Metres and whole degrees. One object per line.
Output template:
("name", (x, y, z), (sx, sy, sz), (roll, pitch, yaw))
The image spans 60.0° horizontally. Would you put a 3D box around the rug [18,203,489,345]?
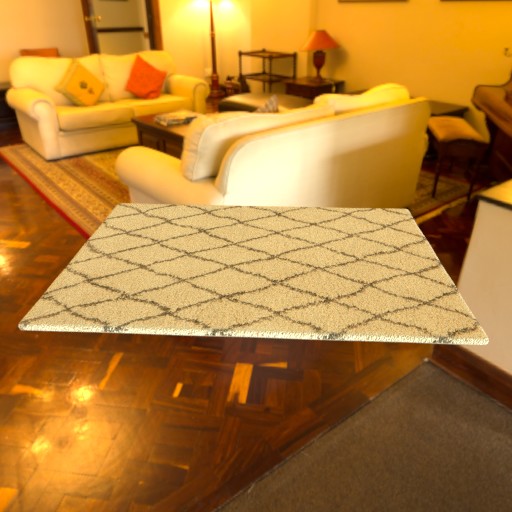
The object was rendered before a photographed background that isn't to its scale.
("rug", (0.000, 0.000, 2.193), (1.778, 0.030, 1.219), (1, 29, 3))
